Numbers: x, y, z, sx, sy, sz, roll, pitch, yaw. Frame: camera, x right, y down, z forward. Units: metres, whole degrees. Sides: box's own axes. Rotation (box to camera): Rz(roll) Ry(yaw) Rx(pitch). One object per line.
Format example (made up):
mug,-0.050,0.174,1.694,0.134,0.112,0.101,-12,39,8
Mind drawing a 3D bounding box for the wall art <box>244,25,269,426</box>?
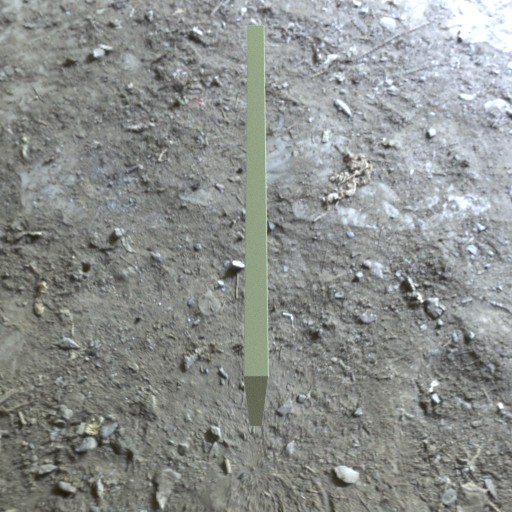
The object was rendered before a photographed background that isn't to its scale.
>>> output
wall art,0.000,0.000,1.151,0.036,0.760,0.760,0,64,0
